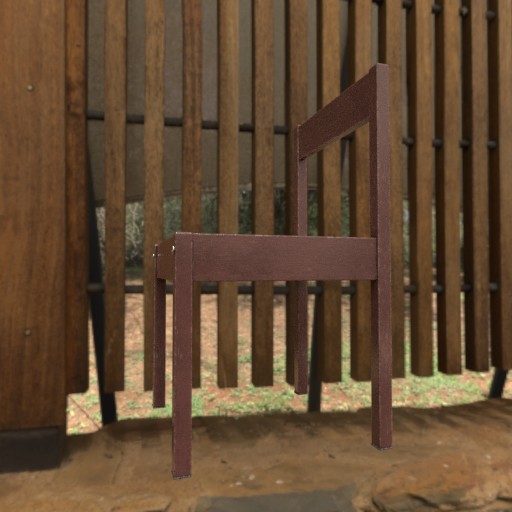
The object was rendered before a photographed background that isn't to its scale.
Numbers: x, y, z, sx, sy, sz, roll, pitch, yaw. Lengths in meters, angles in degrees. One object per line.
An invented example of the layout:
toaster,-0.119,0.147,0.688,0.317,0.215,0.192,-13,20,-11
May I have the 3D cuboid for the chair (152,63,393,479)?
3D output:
chair,0.000,0.000,0.674,0.285,0.505,0.285,1,-2,-18
